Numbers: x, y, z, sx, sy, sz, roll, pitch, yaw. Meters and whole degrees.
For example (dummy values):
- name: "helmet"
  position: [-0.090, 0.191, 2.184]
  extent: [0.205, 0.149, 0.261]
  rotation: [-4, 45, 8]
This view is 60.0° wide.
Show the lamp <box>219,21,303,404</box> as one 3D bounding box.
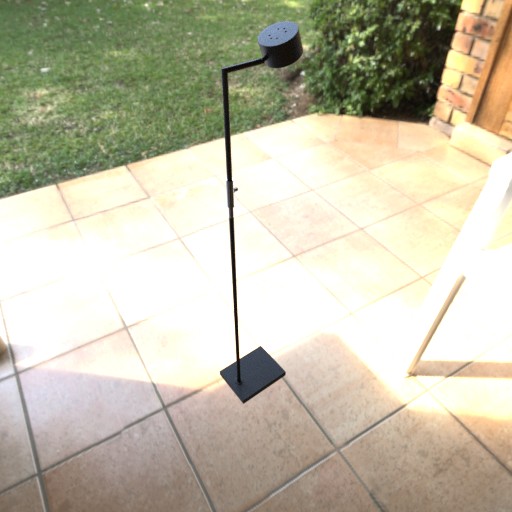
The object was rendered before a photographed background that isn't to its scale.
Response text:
- name: "lamp"
  position: [0.000, 0.000, 1.703]
  extent: [0.304, 1.600, 0.203]
  rotation: [-27, 48, -27]
